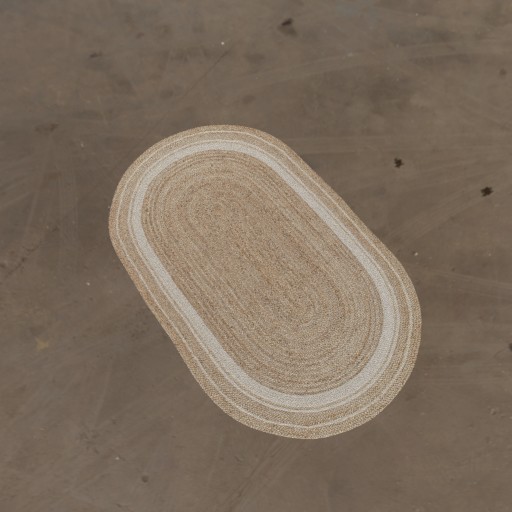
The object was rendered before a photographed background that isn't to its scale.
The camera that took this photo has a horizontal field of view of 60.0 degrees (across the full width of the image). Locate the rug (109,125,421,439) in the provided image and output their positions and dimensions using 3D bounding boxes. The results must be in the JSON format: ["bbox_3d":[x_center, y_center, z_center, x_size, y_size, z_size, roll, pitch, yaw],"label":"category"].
[{"bbox_3d":[0.000,0.000,2.959,1.520,0.006,2.432,-33,69,-15],"label":"rug"}]
